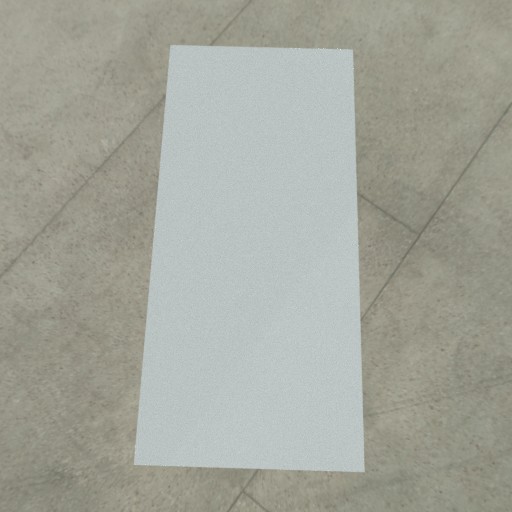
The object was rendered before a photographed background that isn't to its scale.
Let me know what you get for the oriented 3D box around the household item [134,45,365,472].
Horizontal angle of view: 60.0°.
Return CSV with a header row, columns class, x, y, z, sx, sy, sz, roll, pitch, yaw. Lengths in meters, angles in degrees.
class,x,y,z,sx,sy,sz,roll,pitch,yaw
household item,0.000,0.000,2.099,0.800,0.745,1.700,2,76,0
